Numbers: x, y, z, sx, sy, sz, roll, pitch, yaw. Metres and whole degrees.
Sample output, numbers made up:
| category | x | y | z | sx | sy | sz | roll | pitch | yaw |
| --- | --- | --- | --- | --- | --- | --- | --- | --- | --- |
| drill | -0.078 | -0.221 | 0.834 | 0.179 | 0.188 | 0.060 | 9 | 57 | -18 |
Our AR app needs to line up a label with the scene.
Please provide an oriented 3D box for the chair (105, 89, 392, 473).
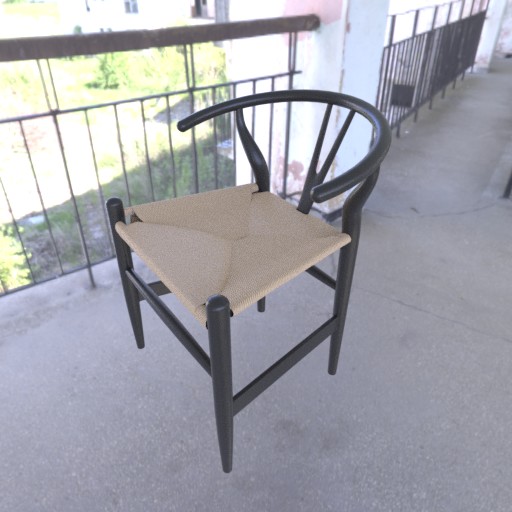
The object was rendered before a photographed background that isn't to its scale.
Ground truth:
| category | x | y | z | sx | sy | sz | roll | pitch | yaw |
| --- | --- | --- | --- | --- | --- | --- | --- | --- | --- |
| chair | 0.000 | 0.000 | 1.153 | 0.570 | 0.739 | 0.570 | -21 | 38 | -29 |
